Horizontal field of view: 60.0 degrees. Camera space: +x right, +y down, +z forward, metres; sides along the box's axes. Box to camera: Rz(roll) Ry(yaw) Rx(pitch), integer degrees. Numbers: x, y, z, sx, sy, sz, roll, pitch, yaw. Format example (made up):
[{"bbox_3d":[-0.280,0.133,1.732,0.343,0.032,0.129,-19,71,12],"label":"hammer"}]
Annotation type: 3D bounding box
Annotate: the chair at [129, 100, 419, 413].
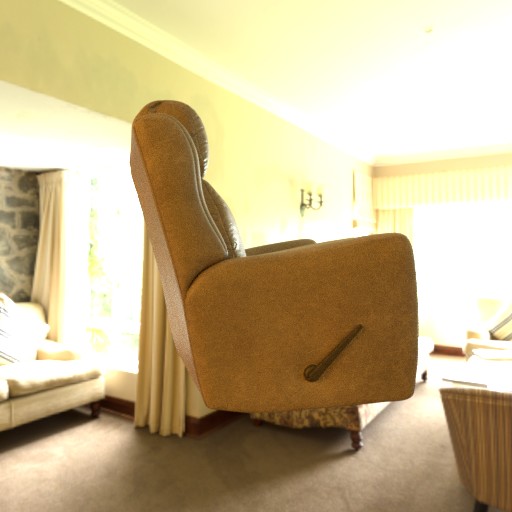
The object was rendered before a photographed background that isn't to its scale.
[{"bbox_3d":[0.000,0.000,1.951,1.068,1.116,0.967,0,0,-16],"label":"chair"}]
